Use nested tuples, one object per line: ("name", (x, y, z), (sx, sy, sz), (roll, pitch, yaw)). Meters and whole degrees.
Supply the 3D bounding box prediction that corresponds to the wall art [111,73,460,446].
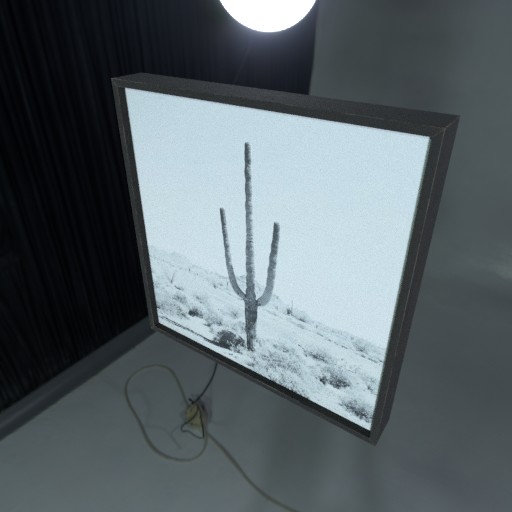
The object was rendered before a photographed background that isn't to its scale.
("wall art", (0.000, 0.000, 0.435), (0.305, 0.305, 0.038), (20, 36, 29))
